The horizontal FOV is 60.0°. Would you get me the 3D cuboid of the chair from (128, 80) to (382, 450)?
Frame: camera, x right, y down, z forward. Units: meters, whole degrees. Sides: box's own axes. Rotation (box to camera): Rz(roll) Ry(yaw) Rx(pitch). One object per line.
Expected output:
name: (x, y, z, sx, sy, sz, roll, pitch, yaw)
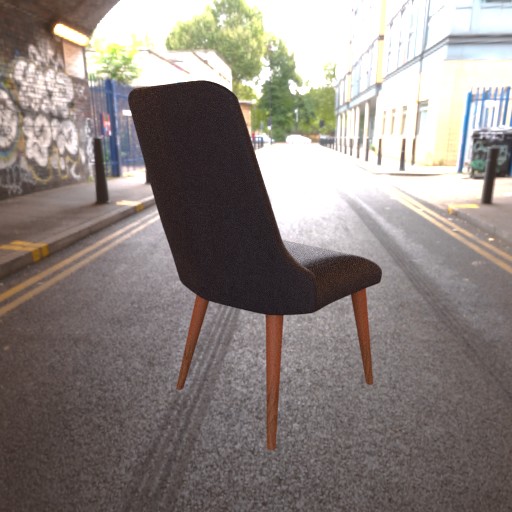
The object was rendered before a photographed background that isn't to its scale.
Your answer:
chair: (0.000, 0.000, 1.181, 0.504, 0.820, 0.567, 15, 21, 43)
